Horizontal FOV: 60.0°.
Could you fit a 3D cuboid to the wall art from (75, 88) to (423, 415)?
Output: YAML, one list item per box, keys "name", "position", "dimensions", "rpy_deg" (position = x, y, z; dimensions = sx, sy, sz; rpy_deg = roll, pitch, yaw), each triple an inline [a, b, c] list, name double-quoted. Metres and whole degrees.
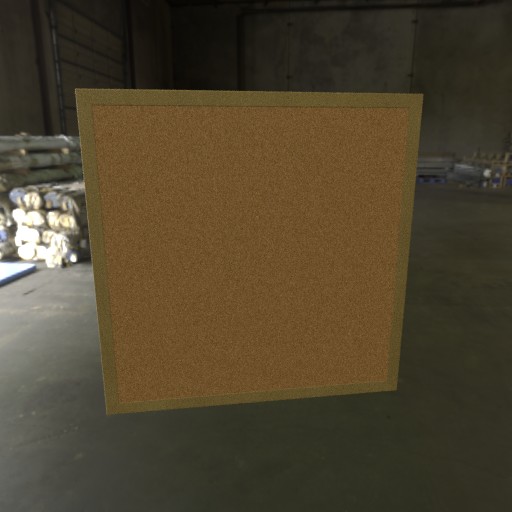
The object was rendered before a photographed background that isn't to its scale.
- name: "wall art"
  position: [0.000, 0.000, 0.441]
  dimensions: [0.305, 0.305, 0.038]
  rpy_deg: [-2, 15, -8]
